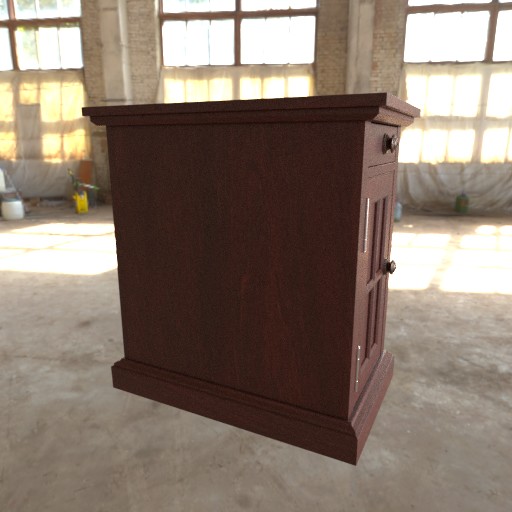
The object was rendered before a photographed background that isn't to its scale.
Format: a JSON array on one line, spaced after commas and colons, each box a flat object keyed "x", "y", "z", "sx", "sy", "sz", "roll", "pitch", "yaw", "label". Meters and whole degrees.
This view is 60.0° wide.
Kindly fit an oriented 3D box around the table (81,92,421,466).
[{"x": 0.000, "y": 0.000, "z": 0.965, "sx": 0.584, "sy": 0.612, "sz": 0.356, "roll": 7, "pitch": 16, "yaw": 26, "label": "table"}]
